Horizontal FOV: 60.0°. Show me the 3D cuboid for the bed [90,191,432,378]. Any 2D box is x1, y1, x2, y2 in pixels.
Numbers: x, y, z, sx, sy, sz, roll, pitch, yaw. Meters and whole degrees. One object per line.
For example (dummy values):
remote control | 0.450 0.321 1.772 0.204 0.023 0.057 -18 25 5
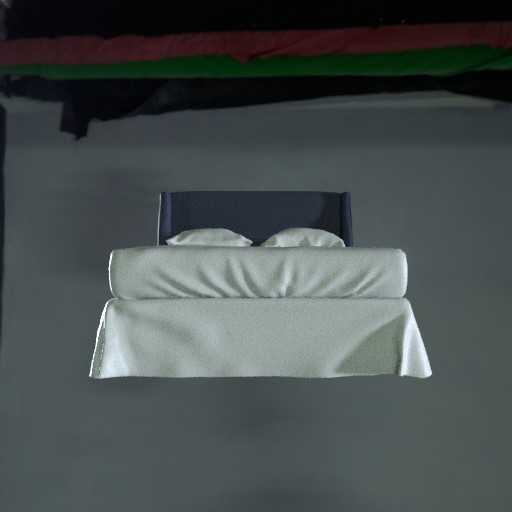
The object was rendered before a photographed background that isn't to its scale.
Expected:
bed | 0.000 0.000 3.418 1.925 1.332 2.276 0 -1 0
